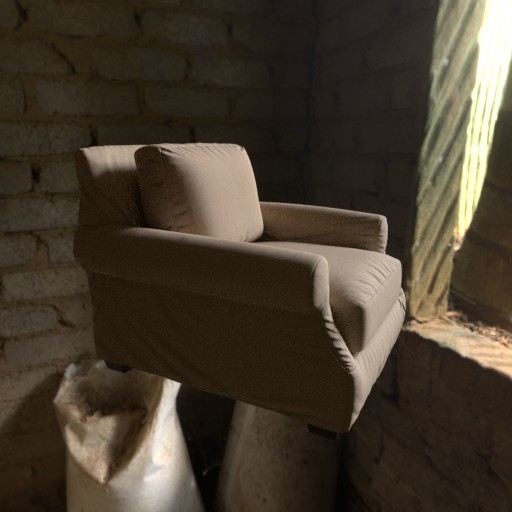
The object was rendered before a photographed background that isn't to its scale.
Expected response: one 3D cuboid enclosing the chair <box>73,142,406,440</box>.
[{"bbox_3d":[0.000,0.000,1.748,1.066,0.866,0.940,8,16,27],"label":"chair"}]
